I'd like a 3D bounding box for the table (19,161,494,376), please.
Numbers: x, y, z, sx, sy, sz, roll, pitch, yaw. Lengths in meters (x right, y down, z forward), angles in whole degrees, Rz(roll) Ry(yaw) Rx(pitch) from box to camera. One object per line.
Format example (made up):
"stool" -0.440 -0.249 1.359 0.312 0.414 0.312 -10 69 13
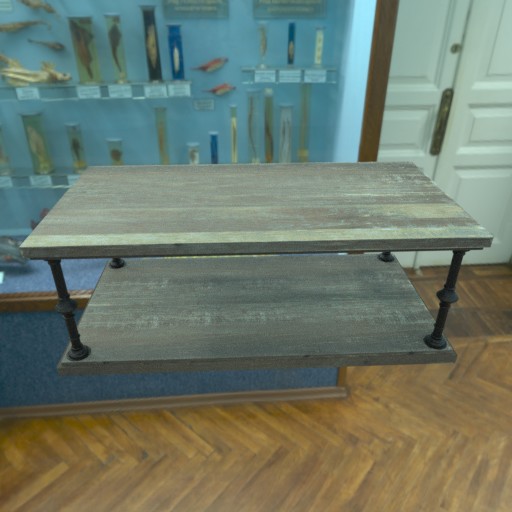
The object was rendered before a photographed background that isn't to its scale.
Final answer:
"table" 0.000 0.000 1.354 1.088 0.399 0.554 -1 30 -2
